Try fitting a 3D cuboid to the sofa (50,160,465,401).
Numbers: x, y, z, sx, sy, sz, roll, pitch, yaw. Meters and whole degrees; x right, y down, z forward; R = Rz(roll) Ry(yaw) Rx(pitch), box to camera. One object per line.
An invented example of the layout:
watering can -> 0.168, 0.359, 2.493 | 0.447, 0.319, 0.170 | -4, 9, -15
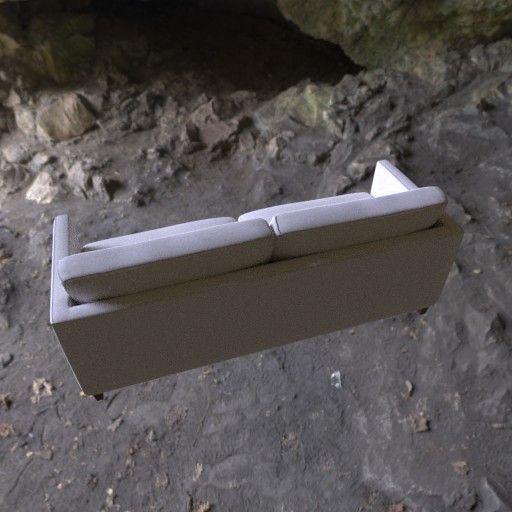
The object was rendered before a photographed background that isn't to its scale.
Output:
sofa -> 0.000, 0.000, 2.872 | 2.361, 0.962, 0.951 | -12, 43, -13
